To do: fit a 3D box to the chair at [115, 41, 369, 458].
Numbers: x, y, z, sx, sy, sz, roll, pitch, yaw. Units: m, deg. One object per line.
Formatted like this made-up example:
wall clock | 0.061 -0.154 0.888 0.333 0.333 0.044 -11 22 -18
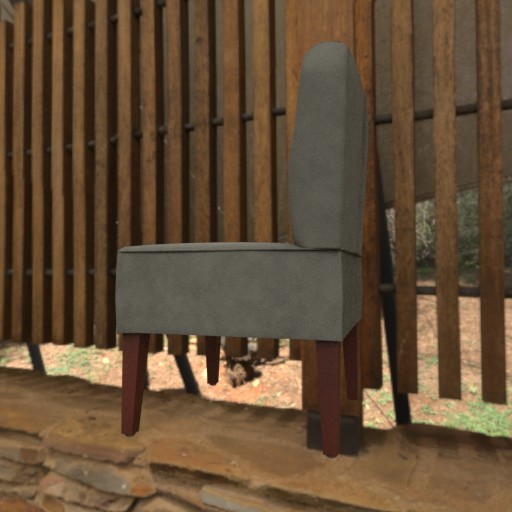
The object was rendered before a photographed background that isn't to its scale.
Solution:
chair | 0.000 0.000 1.136 0.554 0.806 0.521 -1 -2 18
